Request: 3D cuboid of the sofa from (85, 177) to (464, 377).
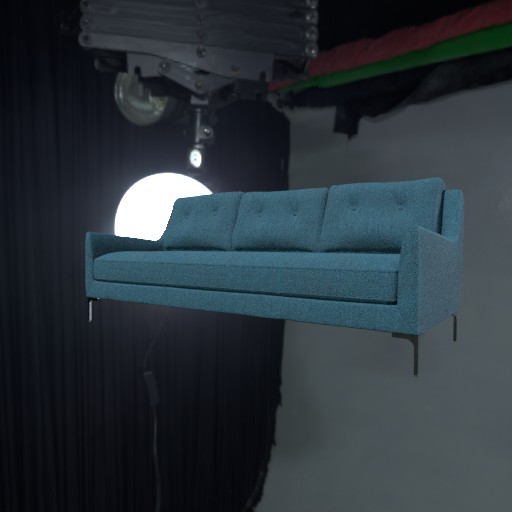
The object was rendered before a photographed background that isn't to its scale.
[{"bbox_3d":[0.000,0.000,2.530,2.060,0.837,0.849,1,2,35],"label":"sofa"}]
